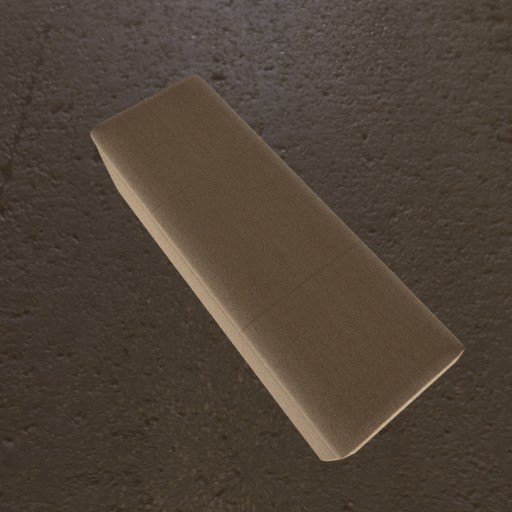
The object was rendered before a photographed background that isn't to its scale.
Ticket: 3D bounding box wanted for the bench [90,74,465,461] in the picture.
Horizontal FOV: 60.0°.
[{"bbox_3d":[0.000,0.000,1.485,0.446,0.438,1.269,-35,69,-15],"label":"bench"}]
